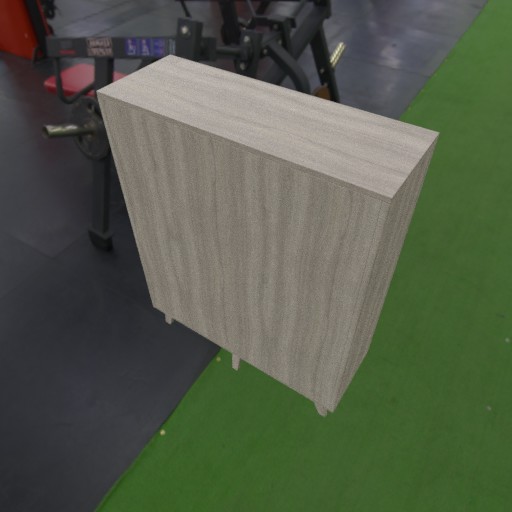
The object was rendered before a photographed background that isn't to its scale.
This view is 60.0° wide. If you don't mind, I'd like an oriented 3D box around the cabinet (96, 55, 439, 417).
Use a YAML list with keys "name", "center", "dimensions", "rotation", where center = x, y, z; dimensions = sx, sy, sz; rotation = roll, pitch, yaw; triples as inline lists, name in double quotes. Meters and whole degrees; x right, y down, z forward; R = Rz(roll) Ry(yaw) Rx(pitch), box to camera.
- name: "cabinet"
  center: [0.000, 0.000, 1.976]
  dimensions: [1.111, 1.388, 0.398]
  rotation: [25, 51, 23]
